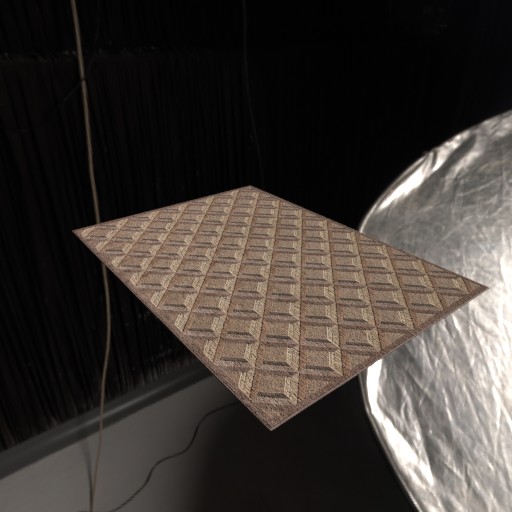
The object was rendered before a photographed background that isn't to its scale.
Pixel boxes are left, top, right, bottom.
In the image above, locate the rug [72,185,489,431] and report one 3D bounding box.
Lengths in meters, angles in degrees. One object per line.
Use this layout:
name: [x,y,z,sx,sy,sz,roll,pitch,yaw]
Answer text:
rug: [0.000,0.000,4.194,2.382,0.018,3.294,-20,34,-33]
